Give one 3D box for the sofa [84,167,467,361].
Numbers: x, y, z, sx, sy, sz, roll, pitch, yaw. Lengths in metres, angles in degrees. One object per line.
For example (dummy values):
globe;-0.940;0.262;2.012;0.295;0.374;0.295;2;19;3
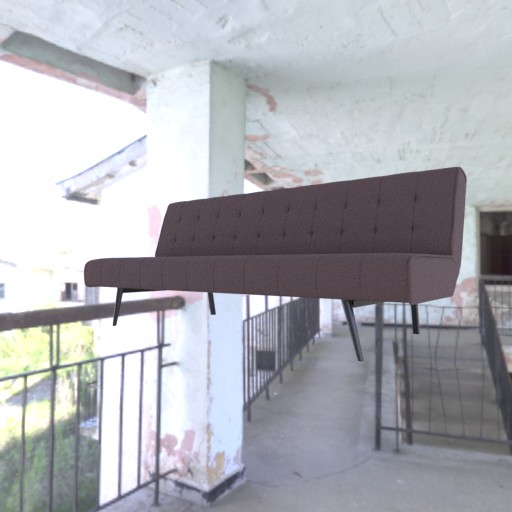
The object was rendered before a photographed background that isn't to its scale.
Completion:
sofa;0.000;0.000;2.088;1.703;0.699;0.747;-1;-1;38
